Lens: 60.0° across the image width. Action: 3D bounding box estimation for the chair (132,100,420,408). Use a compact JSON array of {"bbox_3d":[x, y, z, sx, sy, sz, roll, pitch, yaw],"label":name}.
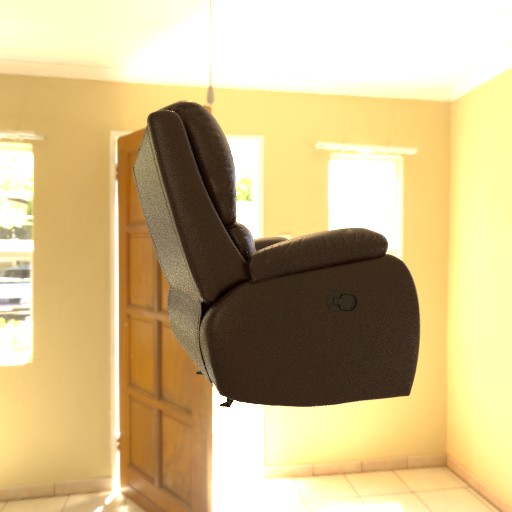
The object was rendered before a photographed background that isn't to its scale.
[{"bbox_3d":[0.000,0.000,1.752,0.899,1.011,0.930,0,1,-18],"label":"chair"}]
